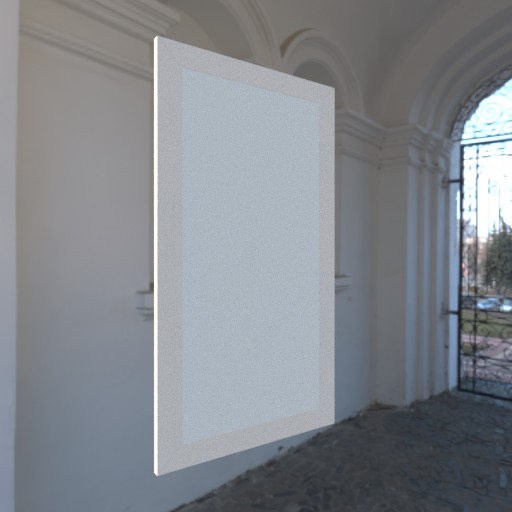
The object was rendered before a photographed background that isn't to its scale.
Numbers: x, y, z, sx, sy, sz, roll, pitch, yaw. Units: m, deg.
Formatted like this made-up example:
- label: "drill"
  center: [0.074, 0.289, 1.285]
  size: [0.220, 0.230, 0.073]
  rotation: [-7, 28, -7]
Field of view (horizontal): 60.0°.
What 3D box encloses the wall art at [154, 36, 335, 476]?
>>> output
- label: "wall art"
  center: [0.000, 0.000, 0.800]
  size: [0.380, 0.683, 0.013]
  rotation: [0, 0, -35]
